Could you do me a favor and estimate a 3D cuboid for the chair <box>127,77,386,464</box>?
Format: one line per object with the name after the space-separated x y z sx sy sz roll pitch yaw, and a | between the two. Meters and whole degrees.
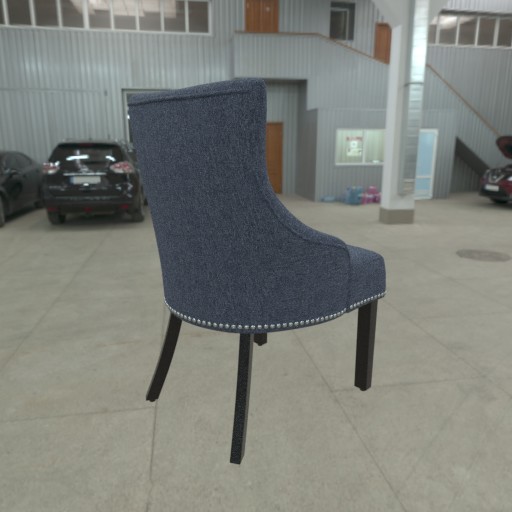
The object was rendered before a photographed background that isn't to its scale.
0.000 0.000 1.324 0.629 0.909 0.566 -14 20 -43 | chair
